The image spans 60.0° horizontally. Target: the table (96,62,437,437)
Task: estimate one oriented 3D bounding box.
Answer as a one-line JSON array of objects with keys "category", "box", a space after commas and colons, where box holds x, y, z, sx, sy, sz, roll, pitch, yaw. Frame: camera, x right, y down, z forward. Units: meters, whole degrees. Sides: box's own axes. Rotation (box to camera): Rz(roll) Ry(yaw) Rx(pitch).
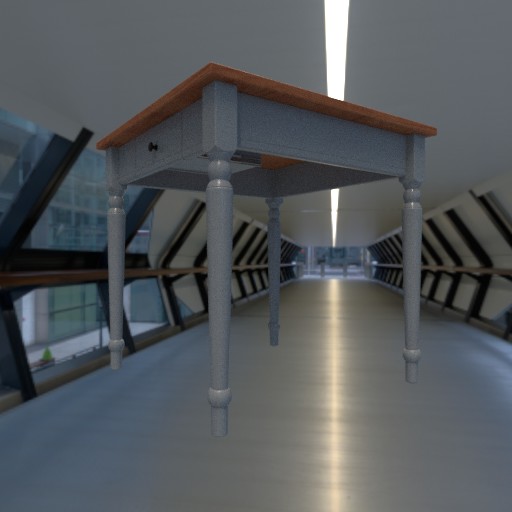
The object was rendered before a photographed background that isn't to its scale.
[{"category": "table", "box": [0.000, 0.000, 1.361, 0.747, 0.738, 0.747, 0, 0, -36]}]
